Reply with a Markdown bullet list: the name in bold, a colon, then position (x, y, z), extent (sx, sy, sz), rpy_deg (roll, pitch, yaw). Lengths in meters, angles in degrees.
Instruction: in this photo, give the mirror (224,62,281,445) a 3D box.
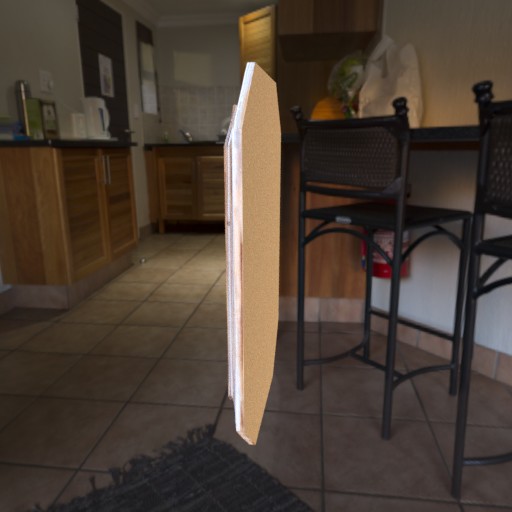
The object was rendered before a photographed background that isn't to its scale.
- **mirror**: position (0.000, 0.000, 1.326), extent (0.061, 1.015, 0.709), rpy_deg (2, 15, 9)
